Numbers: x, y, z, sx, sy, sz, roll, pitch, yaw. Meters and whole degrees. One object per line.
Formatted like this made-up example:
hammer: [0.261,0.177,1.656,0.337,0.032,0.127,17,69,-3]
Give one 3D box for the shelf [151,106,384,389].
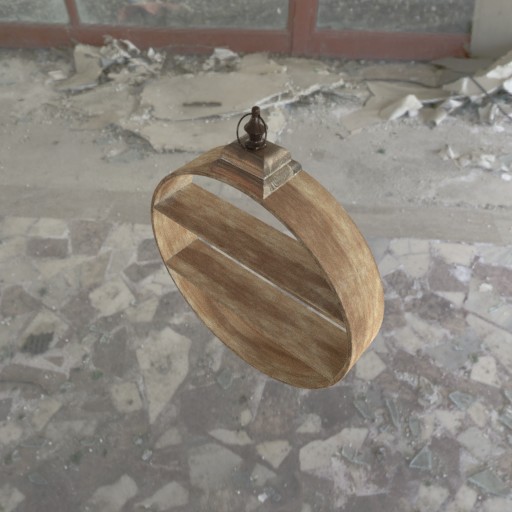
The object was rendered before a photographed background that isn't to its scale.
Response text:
shelf: [0.000,0.000,1.011,0.601,0.725,0.125,31,53,27]
